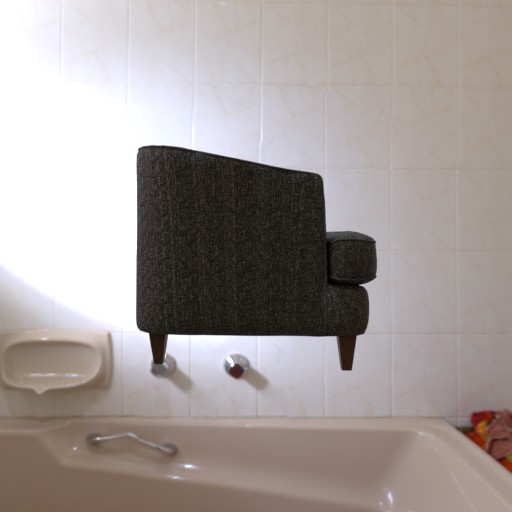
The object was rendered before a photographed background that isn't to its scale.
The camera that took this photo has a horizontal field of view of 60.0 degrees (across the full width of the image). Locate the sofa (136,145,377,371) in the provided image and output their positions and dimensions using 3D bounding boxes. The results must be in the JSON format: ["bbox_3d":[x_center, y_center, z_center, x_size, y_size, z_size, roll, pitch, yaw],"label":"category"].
[{"bbox_3d":[0.000,0.000,2.679,0.941,0.855,2.278,0,-1,1],"label":"sofa"}]
